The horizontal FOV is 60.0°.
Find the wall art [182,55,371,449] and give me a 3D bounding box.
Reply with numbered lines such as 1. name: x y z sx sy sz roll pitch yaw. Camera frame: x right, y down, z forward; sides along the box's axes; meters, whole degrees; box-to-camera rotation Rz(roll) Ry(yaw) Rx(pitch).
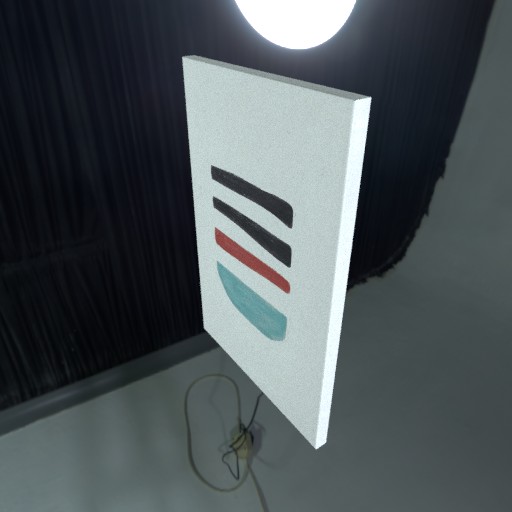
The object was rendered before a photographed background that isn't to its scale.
1. wall art: 0.000 0.000 1.177 0.038 0.912 0.607 -21 37 -30
